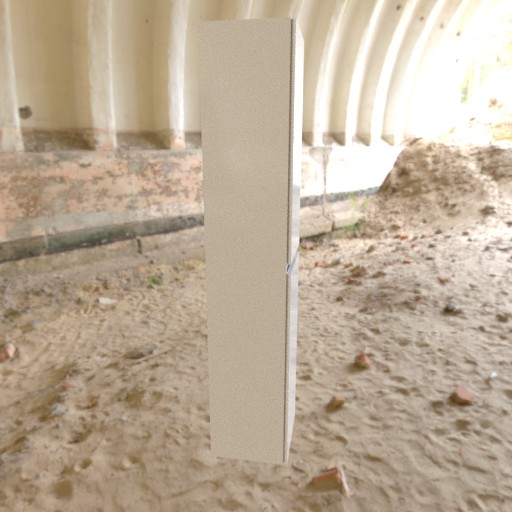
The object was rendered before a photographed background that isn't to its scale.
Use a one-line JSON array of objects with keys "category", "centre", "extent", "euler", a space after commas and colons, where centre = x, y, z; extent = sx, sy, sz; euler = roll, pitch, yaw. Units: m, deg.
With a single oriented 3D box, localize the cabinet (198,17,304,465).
[{"category": "cabinet", "centre": [0.000, 0.000, 1.518], "extent": [0.270, 1.400, 0.300], "euler": [3, 15, 10]}]
